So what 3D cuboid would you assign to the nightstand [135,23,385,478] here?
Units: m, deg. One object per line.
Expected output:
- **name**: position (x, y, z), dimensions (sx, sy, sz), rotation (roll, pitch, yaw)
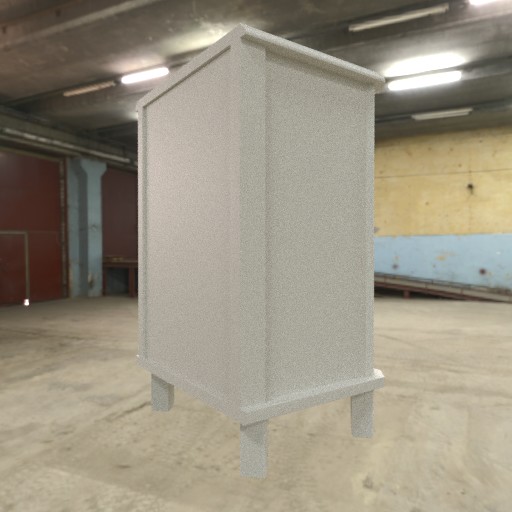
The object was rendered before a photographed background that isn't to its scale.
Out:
- **nightstand**: position (0.000, 0.000, 0.915), dimensions (0.351, 0.681, 0.435), rotation (0, 1, -36)
